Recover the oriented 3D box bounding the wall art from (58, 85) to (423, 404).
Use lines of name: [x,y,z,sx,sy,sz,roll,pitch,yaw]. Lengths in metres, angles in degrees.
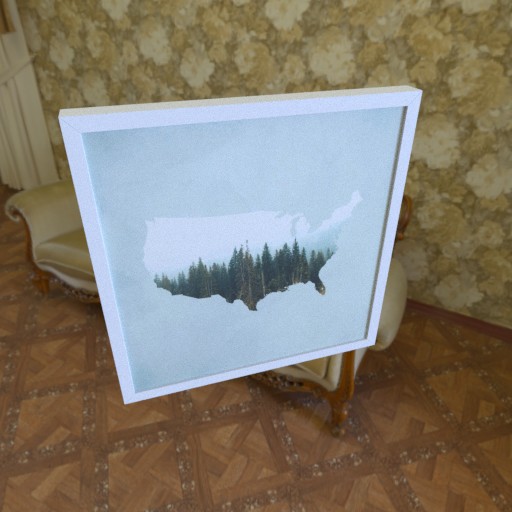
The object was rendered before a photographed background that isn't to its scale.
wall art: [0.000,0.000,0.446,0.304,0.304,0.024,-9,33,-15]
